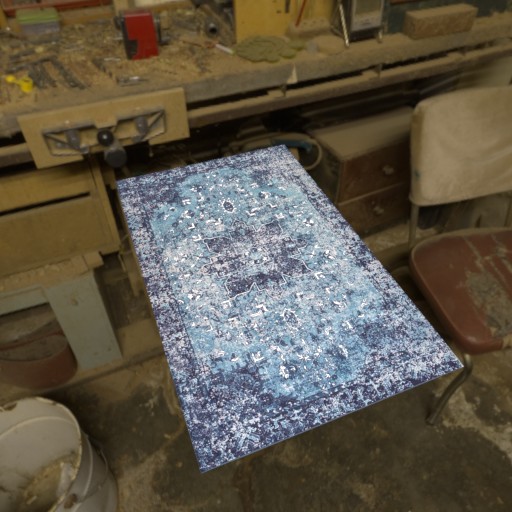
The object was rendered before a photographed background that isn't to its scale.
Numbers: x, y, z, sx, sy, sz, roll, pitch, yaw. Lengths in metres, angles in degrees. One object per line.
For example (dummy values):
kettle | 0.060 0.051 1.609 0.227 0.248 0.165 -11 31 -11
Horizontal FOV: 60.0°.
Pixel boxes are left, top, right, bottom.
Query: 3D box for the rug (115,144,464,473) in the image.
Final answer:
rug | 0.000 0.000 3.052 1.525 0.007 2.440 -16 48 -15
